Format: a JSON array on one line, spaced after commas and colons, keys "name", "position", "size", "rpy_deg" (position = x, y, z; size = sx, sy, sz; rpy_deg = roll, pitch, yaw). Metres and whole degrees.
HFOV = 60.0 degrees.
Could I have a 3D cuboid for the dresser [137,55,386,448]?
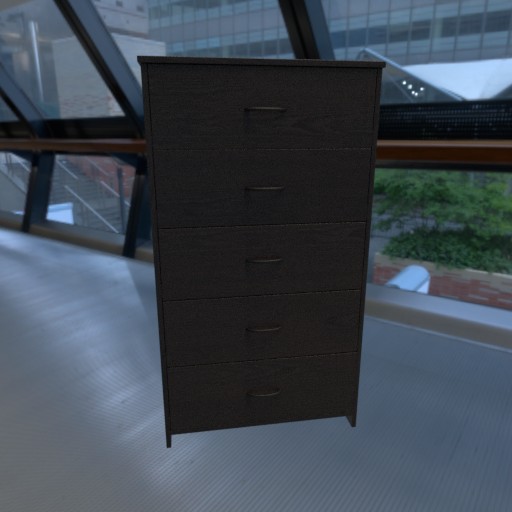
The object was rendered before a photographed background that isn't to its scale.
[{"name": "dresser", "position": [0.000, 0.000, 1.588], "size": [0.704, 1.254, 0.418], "rpy_deg": [-3, 17, -9]}]
